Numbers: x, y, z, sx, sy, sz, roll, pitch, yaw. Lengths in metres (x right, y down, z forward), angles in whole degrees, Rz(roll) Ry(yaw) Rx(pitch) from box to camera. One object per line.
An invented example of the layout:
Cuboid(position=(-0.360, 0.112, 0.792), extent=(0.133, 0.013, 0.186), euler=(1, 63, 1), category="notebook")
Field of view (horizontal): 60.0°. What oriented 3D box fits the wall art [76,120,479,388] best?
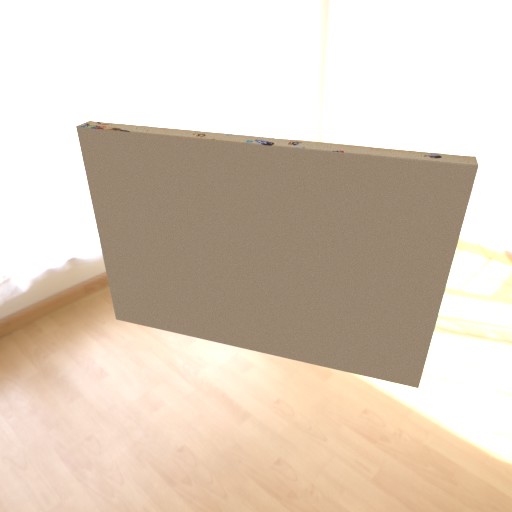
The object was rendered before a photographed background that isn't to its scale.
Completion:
Cuboid(position=(0.000, 0.000, 1.122), extent=(0.894, 0.595, 0.057), euler=(10, 32, 15), category="wall art")
